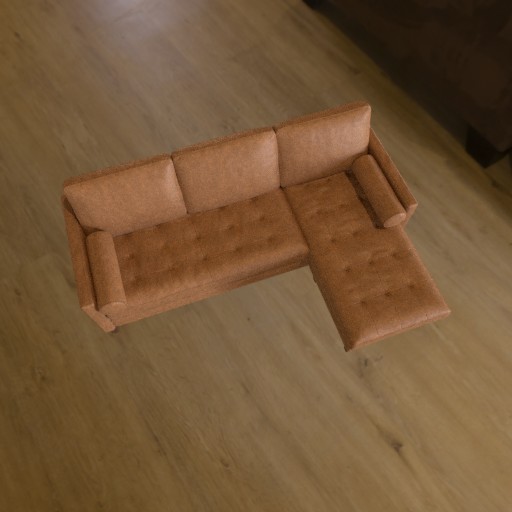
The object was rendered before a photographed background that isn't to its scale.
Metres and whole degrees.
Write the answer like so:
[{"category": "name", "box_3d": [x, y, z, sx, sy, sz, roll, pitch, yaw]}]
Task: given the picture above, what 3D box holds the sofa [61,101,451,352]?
[{"category": "sofa", "box_3d": [0.000, 0.000, 2.857, 2.178, 0.876, 1.506, -17, 64, -9]}]
